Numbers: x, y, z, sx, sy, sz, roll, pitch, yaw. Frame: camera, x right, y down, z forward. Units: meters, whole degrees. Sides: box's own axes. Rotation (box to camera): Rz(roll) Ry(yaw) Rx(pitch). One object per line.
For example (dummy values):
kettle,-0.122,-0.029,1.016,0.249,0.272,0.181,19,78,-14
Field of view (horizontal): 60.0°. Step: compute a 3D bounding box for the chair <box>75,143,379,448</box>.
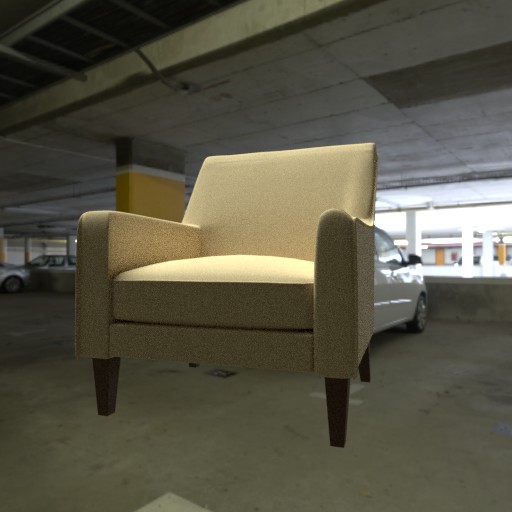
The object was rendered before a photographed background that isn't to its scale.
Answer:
chair,0.000,0.000,1.537,0.780,0.919,0.899,0,-1,19
